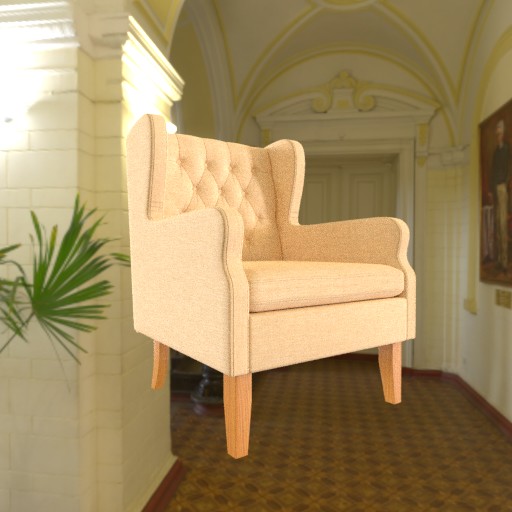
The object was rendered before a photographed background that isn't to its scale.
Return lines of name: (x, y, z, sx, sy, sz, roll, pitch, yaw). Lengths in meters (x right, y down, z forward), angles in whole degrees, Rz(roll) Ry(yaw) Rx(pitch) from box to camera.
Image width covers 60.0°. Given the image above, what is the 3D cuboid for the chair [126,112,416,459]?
chair: (0.000, 0.000, 1.492, 0.710, 0.930, 0.760, -1, 1, -37)
